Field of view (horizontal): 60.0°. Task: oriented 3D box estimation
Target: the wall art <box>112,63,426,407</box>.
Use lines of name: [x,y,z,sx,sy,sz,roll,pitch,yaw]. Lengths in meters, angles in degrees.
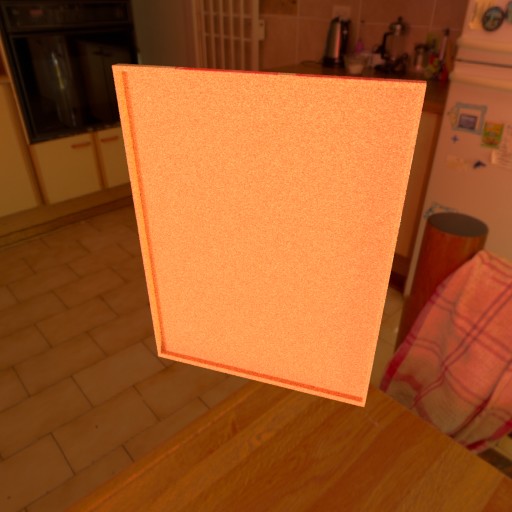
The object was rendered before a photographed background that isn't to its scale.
wall art: [0.000,0.000,1.308,0.762,1.015,0.031,10,33,15]
